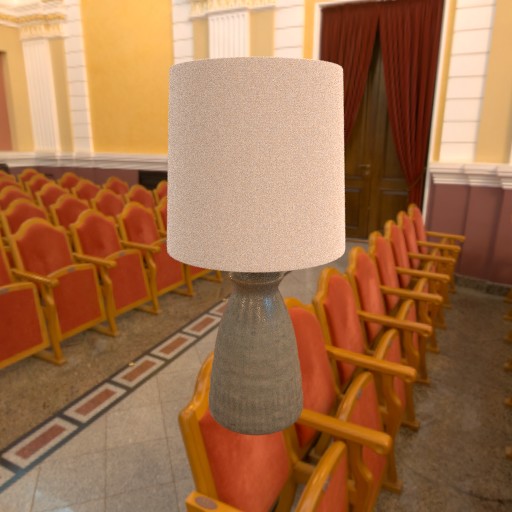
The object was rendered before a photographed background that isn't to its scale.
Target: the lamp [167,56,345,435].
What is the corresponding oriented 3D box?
[{"bbox_3d":[0.000,0.000,0.475,0.186,0.369,0.186,0,16,0],"label":"lamp"}]
